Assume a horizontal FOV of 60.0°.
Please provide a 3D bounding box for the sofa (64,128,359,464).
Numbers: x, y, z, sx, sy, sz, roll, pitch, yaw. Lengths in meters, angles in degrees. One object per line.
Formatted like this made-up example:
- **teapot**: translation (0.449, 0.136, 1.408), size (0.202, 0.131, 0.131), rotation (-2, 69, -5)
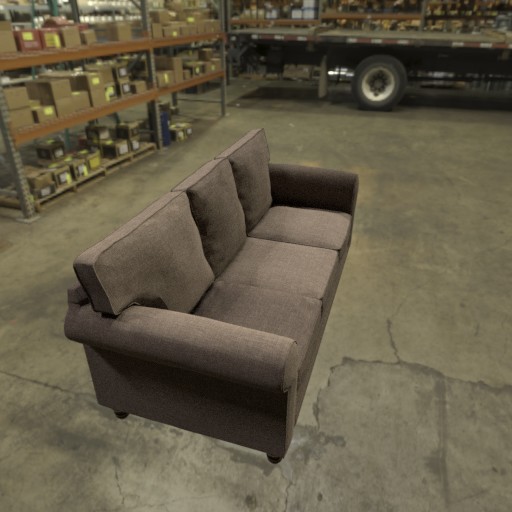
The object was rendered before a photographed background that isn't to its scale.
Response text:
- **sofa**: translation (0.000, 0.000, 2.519), size (0.916, 0.961, 2.084), rotation (9, 31, 16)
